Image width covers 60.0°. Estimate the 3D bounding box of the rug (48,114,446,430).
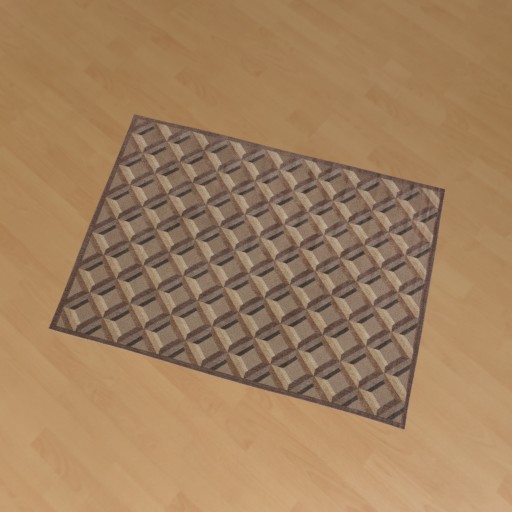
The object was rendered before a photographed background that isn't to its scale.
[{"bbox_3d":[0.000,0.000,2.900,2.260,0.013,1.600,15,75,4],"label":"rug"}]
